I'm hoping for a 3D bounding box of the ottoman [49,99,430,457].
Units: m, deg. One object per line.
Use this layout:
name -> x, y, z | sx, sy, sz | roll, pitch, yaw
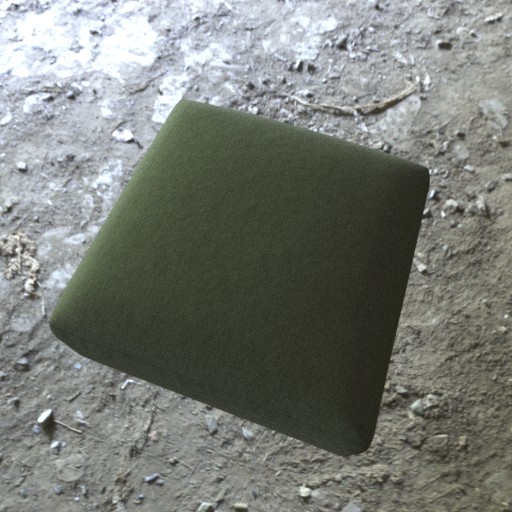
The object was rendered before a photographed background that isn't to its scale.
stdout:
ottoman -> 0.000, 0.000, 1.587 | 1.041, 0.470, 1.041 | 18, 65, 9
